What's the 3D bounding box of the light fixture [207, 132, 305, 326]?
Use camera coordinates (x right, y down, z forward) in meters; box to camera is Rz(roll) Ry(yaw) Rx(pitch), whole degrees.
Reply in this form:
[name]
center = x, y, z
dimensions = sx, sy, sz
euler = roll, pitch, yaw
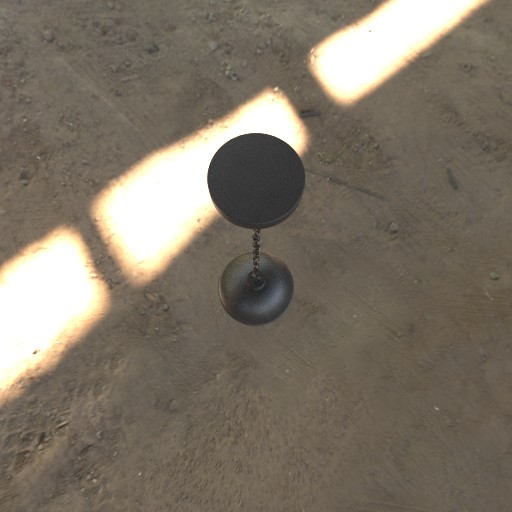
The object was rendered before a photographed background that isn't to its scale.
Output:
[light fixture]
center = 0.000, 0.000, 1.247
dimensions = 0.304, 1.090, 0.304
euler = 17, 77, 4
